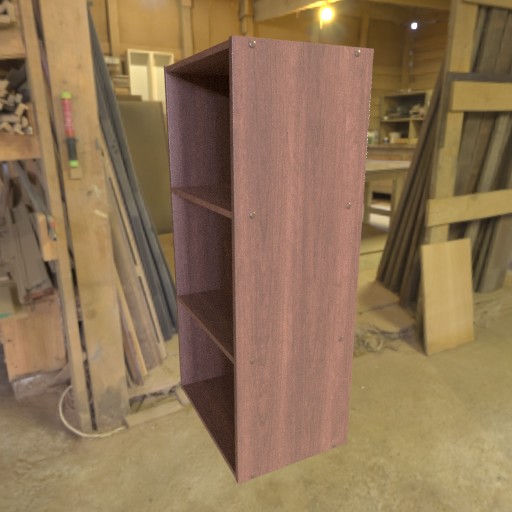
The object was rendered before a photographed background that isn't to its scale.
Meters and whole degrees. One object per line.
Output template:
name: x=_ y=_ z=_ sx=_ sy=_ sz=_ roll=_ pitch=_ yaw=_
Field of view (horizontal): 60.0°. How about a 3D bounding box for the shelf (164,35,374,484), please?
shelf: x=0.000 y=0.000 z=1.070 sx=0.290 sy=0.879 sz=0.414 roll=-8 pitch=18 yaw=-25
